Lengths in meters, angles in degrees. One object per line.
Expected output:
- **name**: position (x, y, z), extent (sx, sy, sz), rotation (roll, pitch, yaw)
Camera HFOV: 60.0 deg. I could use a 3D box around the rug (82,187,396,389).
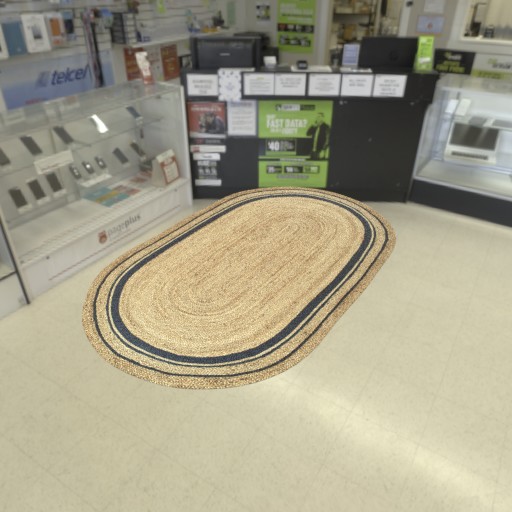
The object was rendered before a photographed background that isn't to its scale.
- **rug**: position (0.000, 0.000, 3.015), extent (1.520, 0.006, 2.432), rotation (21, 38, 29)
